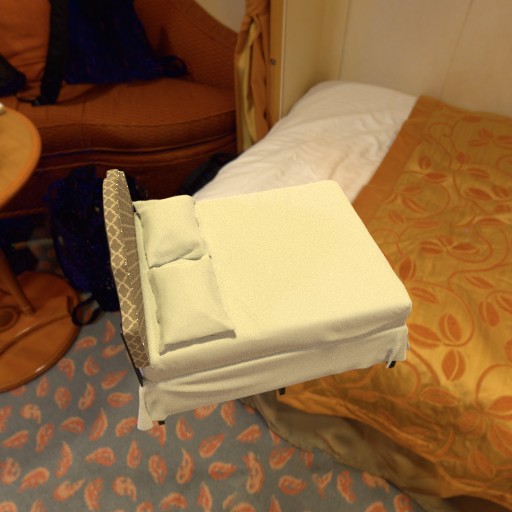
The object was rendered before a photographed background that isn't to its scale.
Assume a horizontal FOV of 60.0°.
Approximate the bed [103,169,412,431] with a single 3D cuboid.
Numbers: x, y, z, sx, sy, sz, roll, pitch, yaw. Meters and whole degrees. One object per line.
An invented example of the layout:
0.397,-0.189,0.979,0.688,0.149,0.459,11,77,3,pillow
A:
0.000,0.000,3.508,2.222,1.633,1.780,-11,47,-10,bed
